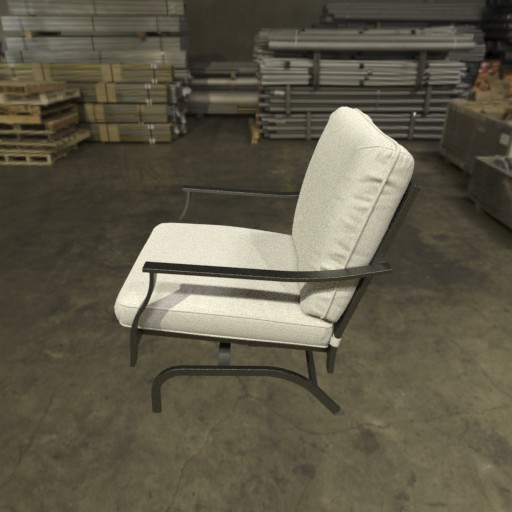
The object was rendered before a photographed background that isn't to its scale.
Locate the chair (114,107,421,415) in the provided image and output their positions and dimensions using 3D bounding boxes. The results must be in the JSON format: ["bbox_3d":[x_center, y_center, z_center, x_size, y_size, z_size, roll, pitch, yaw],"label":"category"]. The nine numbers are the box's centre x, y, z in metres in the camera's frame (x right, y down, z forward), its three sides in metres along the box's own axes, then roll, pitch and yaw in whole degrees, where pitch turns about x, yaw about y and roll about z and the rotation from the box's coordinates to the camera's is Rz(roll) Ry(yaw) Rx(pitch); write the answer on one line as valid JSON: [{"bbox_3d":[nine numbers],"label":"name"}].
[{"bbox_3d":[0.000,0.000,1.432,0.787,0.860,0.650,0,27,1],"label":"chair"}]
